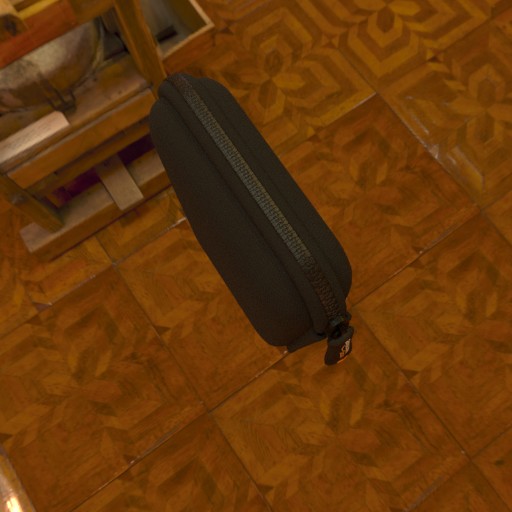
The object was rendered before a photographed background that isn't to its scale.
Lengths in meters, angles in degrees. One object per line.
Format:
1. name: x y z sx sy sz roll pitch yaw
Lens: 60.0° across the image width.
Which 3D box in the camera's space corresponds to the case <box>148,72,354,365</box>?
1. case: 0.000 0.000 0.191 0.030 0.147 0.107 -32 78 -8
